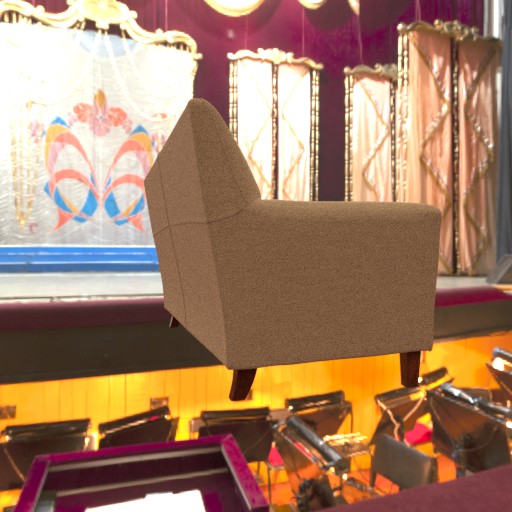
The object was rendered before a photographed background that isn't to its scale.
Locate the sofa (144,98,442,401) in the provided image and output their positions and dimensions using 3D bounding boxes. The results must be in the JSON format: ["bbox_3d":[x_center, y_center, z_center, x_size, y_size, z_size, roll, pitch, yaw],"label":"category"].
[{"bbox_3d":[0.000,0.000,2.038,0.891,0.892,1.482,0,1,-19],"label":"sofa"}]
